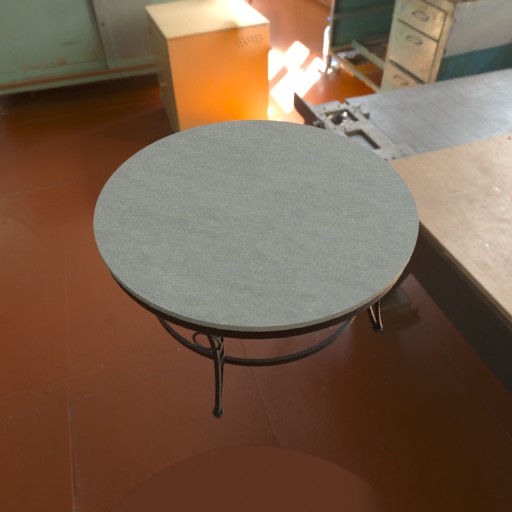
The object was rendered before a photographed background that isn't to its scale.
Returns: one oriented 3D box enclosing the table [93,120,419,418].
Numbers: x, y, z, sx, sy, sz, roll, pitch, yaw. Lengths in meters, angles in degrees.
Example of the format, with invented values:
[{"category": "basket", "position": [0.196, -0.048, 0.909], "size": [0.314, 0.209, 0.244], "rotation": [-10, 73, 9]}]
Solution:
[{"category": "table", "position": [0.000, 0.000, 1.416], "size": [0.889, 0.470, 0.889], "rotation": [0, 45, 0]}]
